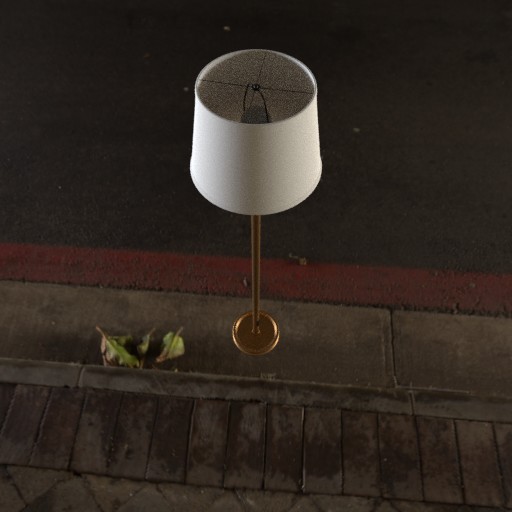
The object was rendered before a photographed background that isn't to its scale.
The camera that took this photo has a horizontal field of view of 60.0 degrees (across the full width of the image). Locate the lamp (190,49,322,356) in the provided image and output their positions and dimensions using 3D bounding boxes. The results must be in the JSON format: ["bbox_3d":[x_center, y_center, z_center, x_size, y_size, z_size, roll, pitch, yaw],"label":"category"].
[{"bbox_3d":[0.000,0.000,0.798,0.178,0.710,0.178,0,57,0],"label":"lamp"}]
